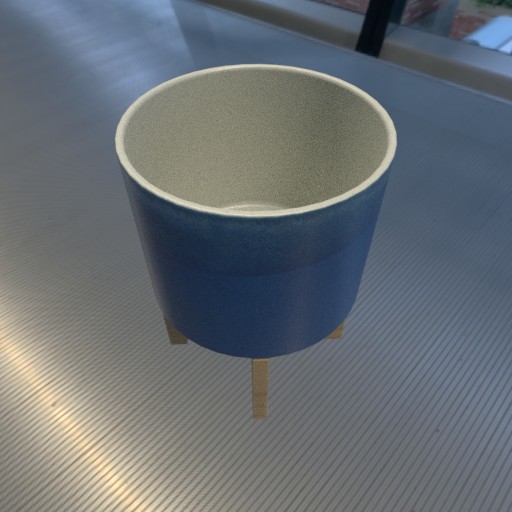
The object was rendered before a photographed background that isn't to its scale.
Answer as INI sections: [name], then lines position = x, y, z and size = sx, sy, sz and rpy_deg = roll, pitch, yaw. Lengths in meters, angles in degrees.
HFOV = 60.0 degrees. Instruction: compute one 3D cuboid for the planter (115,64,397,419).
[planter]
position = 0.000, 0.000, 0.553
size = 0.261, 0.367, 0.261
rpy_deg = 0, 47, 0
